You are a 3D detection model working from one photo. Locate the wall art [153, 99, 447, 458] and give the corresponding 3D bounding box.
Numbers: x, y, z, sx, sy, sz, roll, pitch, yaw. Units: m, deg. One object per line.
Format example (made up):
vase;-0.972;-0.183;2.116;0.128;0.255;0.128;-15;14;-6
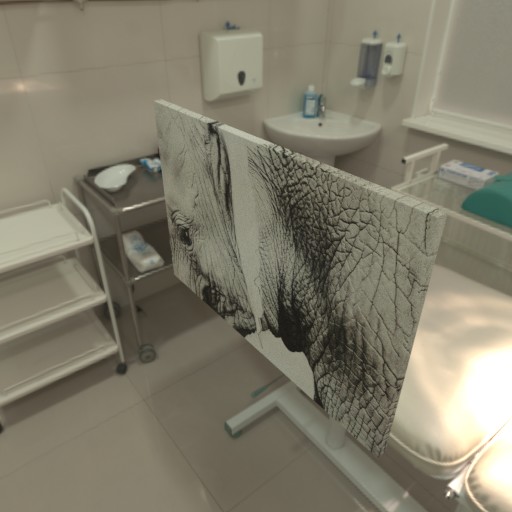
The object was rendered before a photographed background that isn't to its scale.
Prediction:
wall art;0.000;0.000;1.421;0.035;0.758;1.141;-23;39;-32
